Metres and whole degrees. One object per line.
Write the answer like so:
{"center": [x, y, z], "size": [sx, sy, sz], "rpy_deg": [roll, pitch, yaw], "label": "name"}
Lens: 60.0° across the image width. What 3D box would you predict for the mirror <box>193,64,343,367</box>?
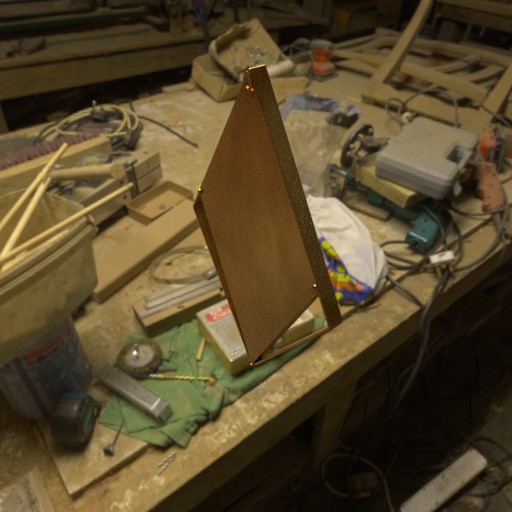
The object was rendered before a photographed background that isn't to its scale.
{"center": [0.000, 0.000, 0.822], "size": [0.032, 0.679, 0.419], "rpy_deg": [-26, 47, -27], "label": "mirror"}
